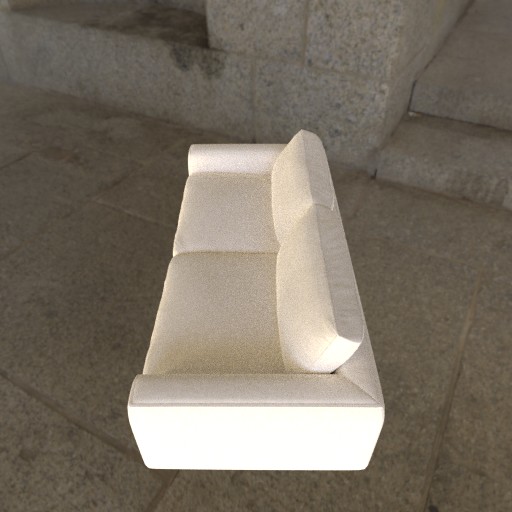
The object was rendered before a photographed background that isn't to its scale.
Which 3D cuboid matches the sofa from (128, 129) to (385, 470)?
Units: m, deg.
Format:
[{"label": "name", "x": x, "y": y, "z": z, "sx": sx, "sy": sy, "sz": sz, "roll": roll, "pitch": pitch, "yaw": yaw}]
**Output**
[{"label": "sofa", "x": 0.000, "y": 0.000, "z": 2.685, "sx": 1.070, "sy": 0.801, "sz": 2.262, "roll": 0, "pitch": 41, "yaw": 0}]
